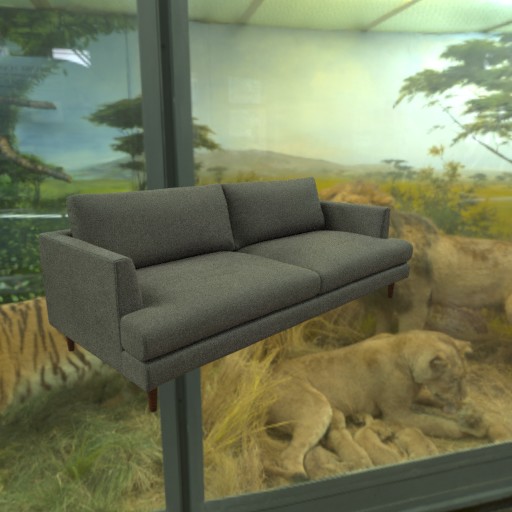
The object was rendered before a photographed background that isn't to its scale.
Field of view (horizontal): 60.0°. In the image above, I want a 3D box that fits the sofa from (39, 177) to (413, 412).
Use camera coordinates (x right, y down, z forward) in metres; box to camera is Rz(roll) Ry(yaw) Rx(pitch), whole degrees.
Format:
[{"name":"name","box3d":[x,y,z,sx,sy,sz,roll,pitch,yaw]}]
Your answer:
[{"name":"sofa","box3d":[0.000,0.000,2.789,1.020,0.868,2.250,13,19,43]}]
